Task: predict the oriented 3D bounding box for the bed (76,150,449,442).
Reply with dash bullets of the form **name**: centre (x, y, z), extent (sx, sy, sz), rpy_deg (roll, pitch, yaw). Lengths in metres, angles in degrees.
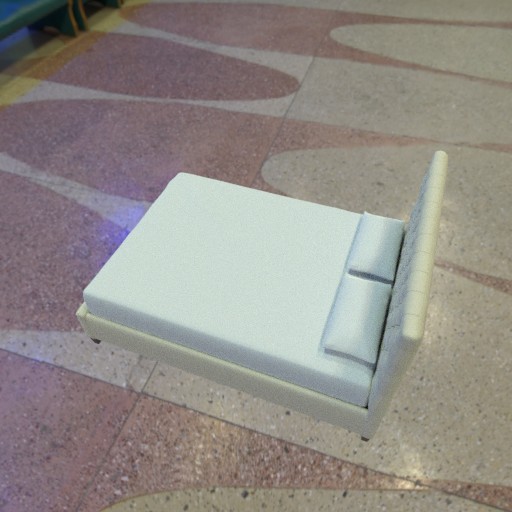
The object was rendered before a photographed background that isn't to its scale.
- **bed**: centre (0.000, 0.000, 3.475), extent (2.387, 1.427, 1.698), rpy_deg (16, 50, 14)
